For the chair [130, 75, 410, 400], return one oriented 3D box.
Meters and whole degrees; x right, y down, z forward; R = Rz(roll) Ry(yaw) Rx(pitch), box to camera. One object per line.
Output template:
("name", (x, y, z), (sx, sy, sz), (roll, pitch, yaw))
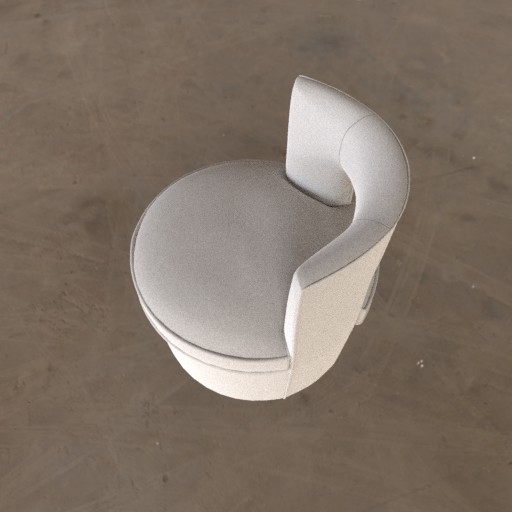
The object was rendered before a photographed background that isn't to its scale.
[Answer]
("chair", (0.000, 0.000, 1.218), (0.665, 0.723, 0.650), (2, 56, 1))
